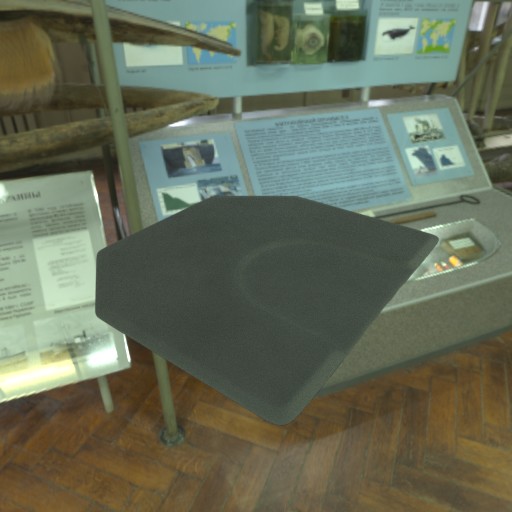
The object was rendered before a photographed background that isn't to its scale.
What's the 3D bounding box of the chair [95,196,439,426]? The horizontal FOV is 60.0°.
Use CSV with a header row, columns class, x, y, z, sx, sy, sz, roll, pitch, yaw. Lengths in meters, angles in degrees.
class,x,y,z,sx,sy,sz,roll,pitch,yaw
chair,0.000,0.000,1.972,1.219,0.024,1.372,21,37,31
